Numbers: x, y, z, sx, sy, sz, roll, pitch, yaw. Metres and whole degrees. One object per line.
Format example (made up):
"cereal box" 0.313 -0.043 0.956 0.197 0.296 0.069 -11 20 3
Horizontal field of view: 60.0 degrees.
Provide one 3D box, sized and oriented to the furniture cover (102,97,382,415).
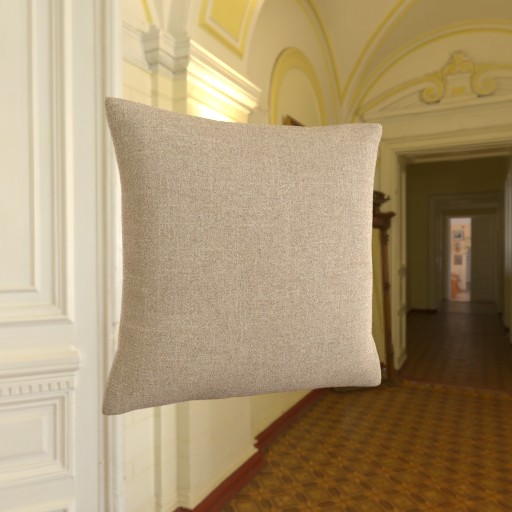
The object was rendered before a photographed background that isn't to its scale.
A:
"furniture cover" 0.000 0.000 0.775 0.511 0.503 0.162 0 1 -18
